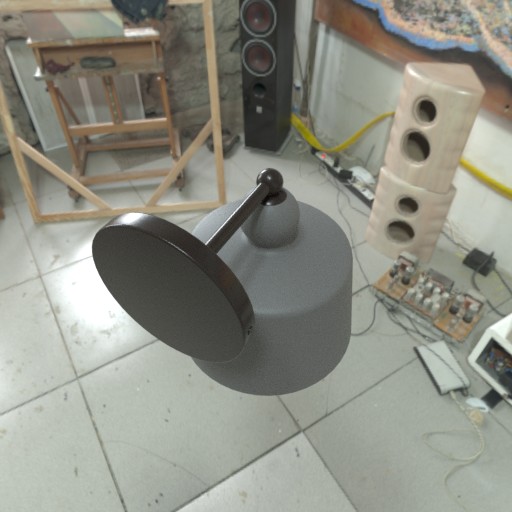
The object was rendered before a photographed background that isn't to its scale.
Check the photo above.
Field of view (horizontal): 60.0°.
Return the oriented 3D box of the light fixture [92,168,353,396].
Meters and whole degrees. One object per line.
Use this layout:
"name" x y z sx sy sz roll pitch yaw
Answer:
"light fixture" 0.000 0.000 0.428 0.204 0.268 0.254 22 50 20
